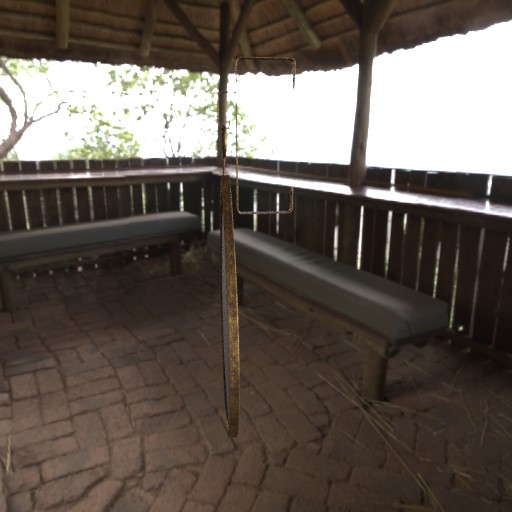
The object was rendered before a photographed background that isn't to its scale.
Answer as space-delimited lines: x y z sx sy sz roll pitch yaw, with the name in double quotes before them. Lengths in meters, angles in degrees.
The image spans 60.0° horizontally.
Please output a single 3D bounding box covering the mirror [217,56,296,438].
"mirror" 0.000 0.000 0.901 0.144 0.744 0.405 -2 15 -6
